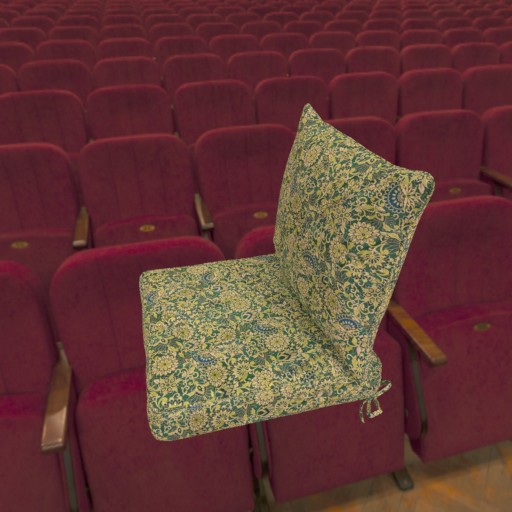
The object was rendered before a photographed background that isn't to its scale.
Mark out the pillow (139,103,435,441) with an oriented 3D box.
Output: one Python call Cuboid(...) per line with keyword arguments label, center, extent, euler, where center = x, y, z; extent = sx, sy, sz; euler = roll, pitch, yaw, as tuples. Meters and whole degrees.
Cuboid(label="pillow", center=(0.000, 0.000, 1.347), extent=(0.740, 0.722, 0.798), euler=(-8, 32, -13))
